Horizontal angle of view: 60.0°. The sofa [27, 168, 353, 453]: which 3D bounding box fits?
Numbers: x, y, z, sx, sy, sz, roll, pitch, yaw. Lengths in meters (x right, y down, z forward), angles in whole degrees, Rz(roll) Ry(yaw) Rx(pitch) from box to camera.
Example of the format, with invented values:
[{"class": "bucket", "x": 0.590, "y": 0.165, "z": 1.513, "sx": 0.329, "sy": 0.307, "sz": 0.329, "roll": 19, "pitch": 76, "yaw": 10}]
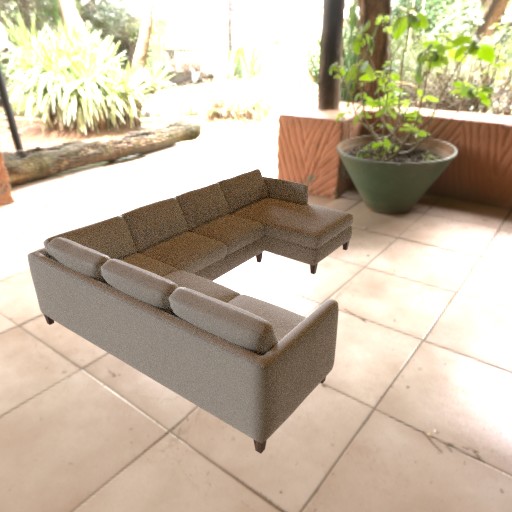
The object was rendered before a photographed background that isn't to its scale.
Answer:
[{"class": "sofa", "x": 0.000, "y": 0.000, "z": 4.369, "sx": 2.551, "sy": 0.853, "sz": 3.238, "roll": 18, "pitch": 31, "yaw": 32}]
